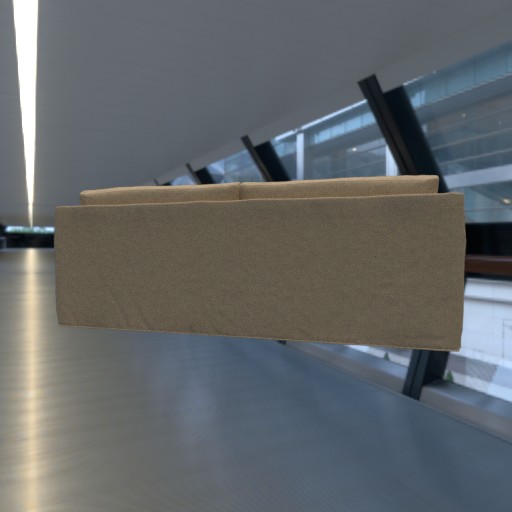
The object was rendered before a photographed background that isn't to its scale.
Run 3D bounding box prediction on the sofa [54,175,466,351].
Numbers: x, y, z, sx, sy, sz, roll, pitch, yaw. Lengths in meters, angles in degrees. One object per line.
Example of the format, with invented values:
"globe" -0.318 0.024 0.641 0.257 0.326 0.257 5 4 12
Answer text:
"sofa" 0.000 0.000 2.790 2.312 0.853 0.962 0 1 18
